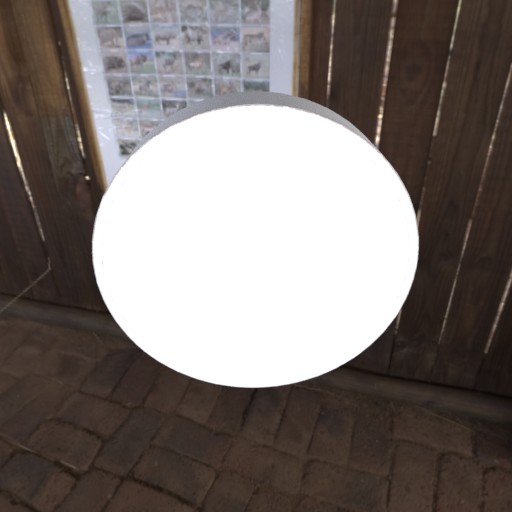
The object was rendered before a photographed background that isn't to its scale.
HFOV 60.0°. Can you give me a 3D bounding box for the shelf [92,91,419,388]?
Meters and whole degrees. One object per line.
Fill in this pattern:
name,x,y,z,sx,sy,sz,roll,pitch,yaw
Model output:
shelf,0.000,0.000,1.177,0.806,0.807,0.158,-1,30,-1
